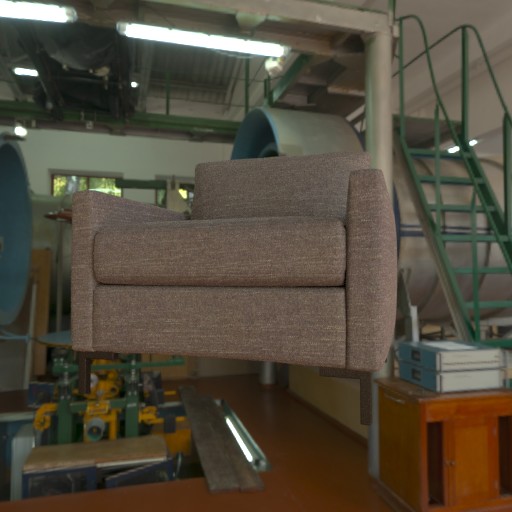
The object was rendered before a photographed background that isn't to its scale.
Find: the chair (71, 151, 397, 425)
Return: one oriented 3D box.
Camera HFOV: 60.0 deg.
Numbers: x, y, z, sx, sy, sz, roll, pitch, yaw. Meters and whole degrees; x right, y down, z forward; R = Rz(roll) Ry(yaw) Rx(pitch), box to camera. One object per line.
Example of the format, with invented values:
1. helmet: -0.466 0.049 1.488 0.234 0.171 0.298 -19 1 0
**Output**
1. chair: 0.000 0.000 1.569 0.940 0.841 0.845 -1 -2 19
